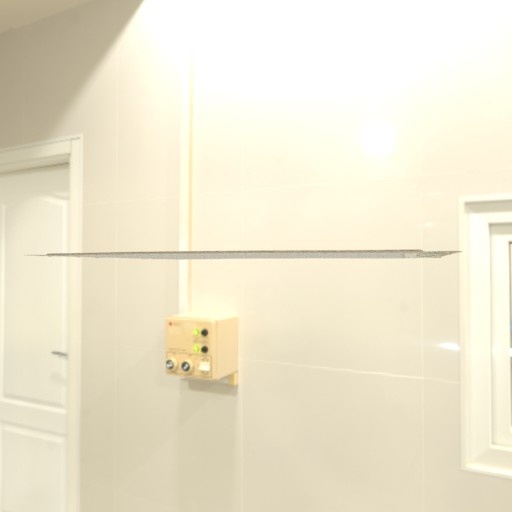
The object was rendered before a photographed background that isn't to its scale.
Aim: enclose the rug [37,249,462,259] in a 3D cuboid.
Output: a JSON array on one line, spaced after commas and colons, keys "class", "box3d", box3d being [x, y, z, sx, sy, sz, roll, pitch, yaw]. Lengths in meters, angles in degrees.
[{"class": "rug", "box3d": [0.000, 0.000, 3.047, 2.465, 0.023, 1.619, 0, -1, 19]}]
